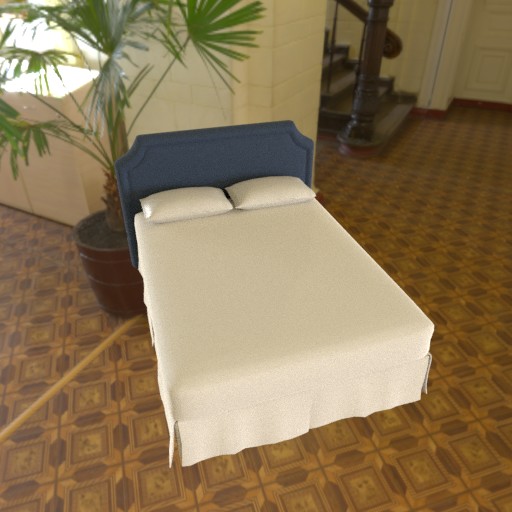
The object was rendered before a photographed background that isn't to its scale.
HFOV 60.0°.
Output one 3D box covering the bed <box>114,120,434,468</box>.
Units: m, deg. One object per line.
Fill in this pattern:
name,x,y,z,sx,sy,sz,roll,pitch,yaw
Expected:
bed,0.000,0.000,3.338,1.831,1.297,2.260,-10,35,-15
